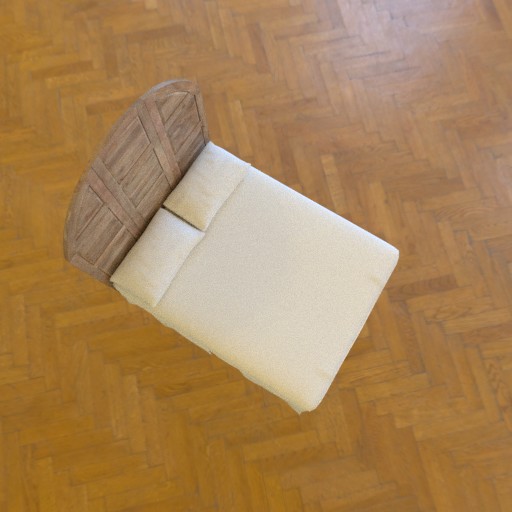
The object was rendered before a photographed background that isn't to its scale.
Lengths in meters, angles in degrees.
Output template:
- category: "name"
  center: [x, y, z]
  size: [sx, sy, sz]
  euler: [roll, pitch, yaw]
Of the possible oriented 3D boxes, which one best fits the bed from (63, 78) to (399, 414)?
- category: "bed"
  center: [0.000, 0.000, 3.508]
  size: [2.112, 2.002, 1.713]
  euler: [31, 77, 8]
